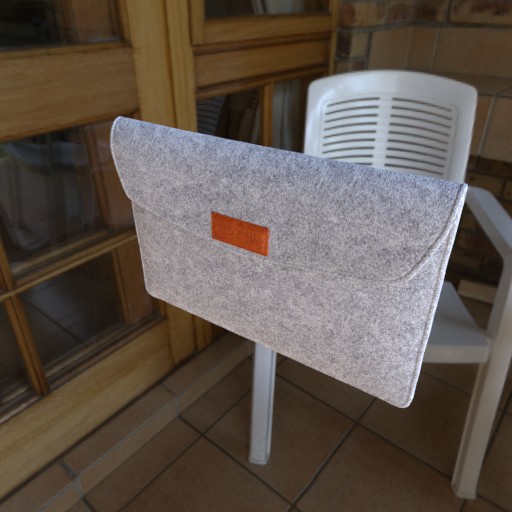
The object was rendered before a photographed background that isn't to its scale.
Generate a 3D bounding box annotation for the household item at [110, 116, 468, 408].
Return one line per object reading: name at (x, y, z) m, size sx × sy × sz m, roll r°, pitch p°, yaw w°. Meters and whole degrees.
household item at (0.000, 0.000, 0.428) m, size 0.335 × 0.221 × 0.057 m, roll 19°, pitch 36°, yaw 28°
